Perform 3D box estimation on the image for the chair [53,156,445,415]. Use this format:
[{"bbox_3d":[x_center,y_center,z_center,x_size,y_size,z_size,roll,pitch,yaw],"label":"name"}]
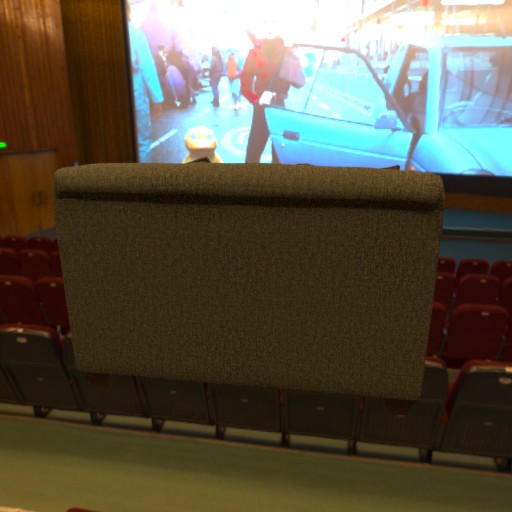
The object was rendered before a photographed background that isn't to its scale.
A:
[{"bbox_3d":[0.000,0.000,2.070,1.383,0.948,1.000,3,18,8],"label":"chair"}]
